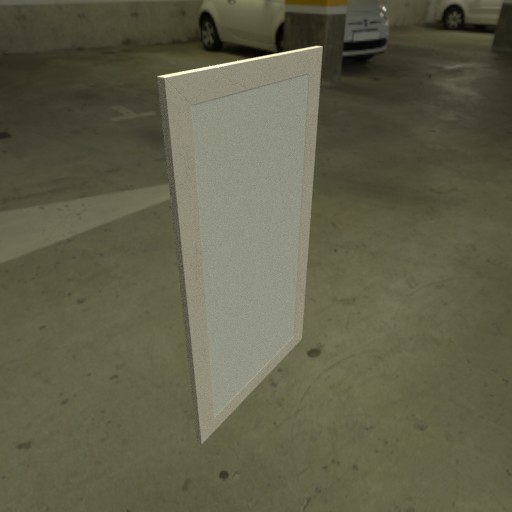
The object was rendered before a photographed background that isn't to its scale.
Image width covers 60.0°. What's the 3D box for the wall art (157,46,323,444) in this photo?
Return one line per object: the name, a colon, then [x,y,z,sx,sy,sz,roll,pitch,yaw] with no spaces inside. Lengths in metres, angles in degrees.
wall art: [0.000,0.000,0.832,0.013,0.683,0.380,21,37,30]
